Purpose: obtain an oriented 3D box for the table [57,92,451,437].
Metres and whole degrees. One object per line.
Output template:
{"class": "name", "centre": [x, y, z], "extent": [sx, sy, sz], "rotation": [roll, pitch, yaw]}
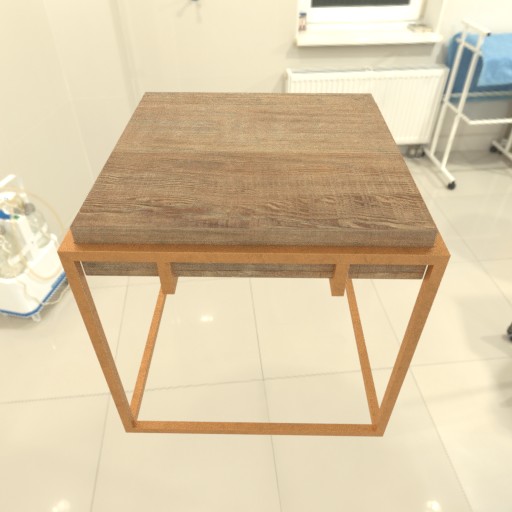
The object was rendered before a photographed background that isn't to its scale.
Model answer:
{"class": "table", "centre": [0.000, 0.000, 1.071], "extent": [0.599, 0.584, 0.599], "rotation": [1, 41, 1]}
